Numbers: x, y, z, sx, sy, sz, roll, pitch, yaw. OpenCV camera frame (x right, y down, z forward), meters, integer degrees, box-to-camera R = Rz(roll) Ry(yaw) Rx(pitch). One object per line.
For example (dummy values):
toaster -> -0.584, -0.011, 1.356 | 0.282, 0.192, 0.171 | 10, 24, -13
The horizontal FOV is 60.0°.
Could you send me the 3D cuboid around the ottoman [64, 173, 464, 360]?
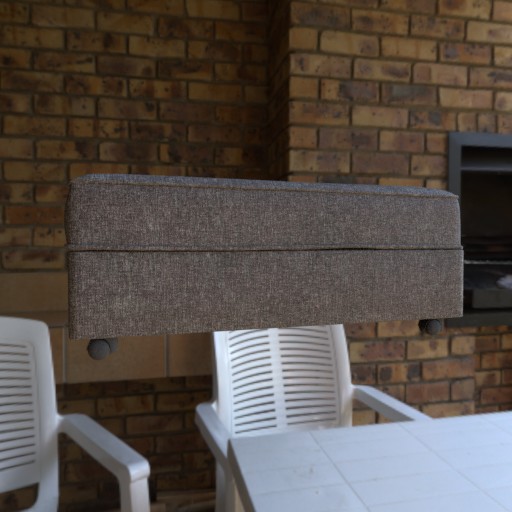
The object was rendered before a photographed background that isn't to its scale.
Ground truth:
ottoman -> 0.000, 0.000, 1.549 | 1.184, 0.487, 0.717 | 0, 2, -17
